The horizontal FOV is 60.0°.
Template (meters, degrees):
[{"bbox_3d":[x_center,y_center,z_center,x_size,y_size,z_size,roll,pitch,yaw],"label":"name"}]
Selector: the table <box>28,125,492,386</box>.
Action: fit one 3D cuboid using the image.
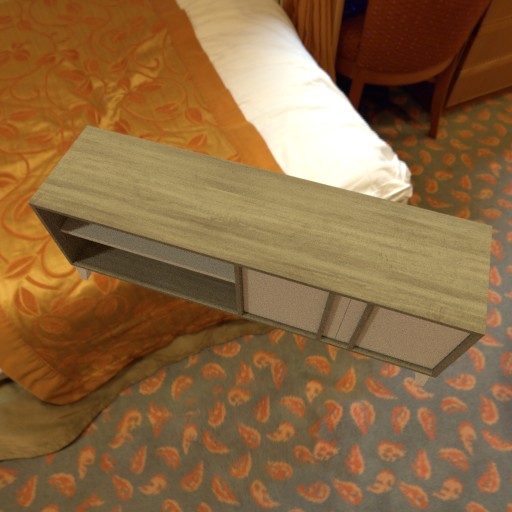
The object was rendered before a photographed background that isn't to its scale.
[{"bbox_3d":[0.000,0.000,1.702,1.500,0.530,0.400,16,59,10],"label":"table"}]
